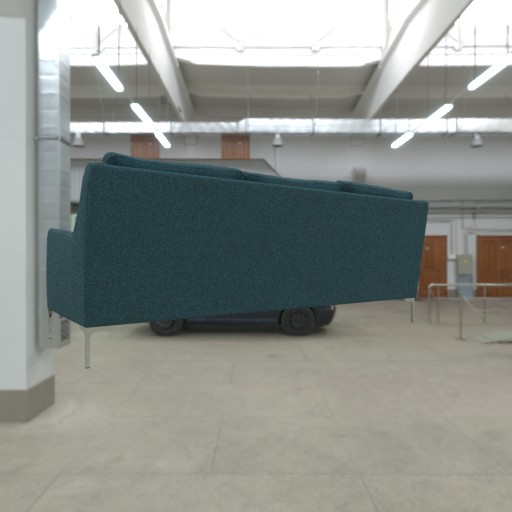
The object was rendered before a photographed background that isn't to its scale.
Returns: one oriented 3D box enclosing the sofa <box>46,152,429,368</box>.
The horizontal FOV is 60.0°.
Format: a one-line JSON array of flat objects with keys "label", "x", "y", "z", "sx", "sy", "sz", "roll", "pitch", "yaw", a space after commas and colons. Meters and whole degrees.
[{"label": "sofa", "x": 0.000, "y": 0.000, "z": 2.504, "sx": 2.060, "sy": 0.837, "sz": 0.849, "roll": 0, "pitch": 0, "yaw": -35}]
